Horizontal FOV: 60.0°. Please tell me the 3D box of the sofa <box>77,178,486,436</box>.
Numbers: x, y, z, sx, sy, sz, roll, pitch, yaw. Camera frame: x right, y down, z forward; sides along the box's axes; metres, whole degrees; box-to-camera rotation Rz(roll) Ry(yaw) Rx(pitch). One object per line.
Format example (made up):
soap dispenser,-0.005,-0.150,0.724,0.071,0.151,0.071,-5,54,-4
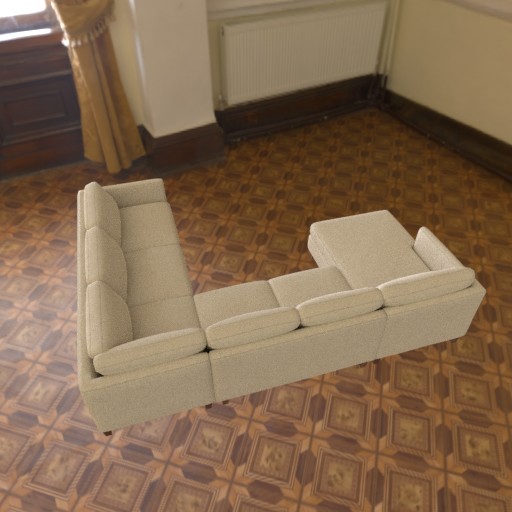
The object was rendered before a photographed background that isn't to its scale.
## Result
sofa,0.000,0.000,4.346,3.238,0.853,2.551,-11,43,-12
